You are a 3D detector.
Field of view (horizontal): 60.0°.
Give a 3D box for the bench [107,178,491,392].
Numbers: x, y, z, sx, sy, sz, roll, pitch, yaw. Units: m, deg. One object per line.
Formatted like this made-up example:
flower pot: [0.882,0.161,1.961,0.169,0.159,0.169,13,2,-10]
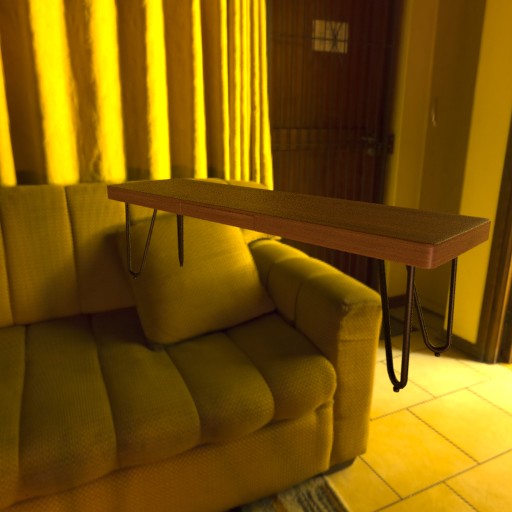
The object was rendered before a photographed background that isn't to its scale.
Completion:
bench: [0.000,0.000,1.766,1.570,0.462,0.425,15,22,42]
